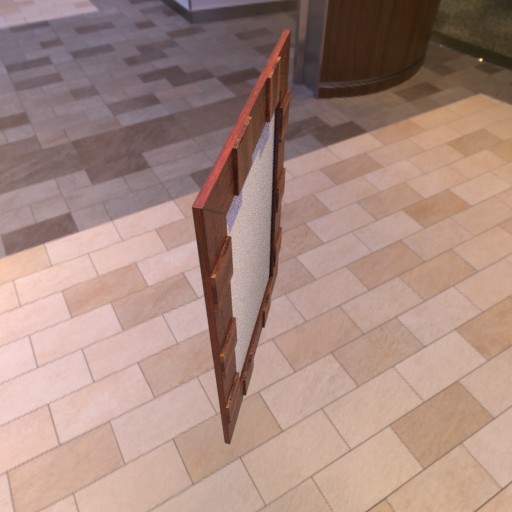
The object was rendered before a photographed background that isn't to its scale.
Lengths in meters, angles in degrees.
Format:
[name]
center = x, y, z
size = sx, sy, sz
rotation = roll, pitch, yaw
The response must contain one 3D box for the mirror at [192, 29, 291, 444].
[mirror]
center = 0.000, 0.000, 1.051
size = 0.021, 0.805, 0.600
rotation = 10, 48, 9
